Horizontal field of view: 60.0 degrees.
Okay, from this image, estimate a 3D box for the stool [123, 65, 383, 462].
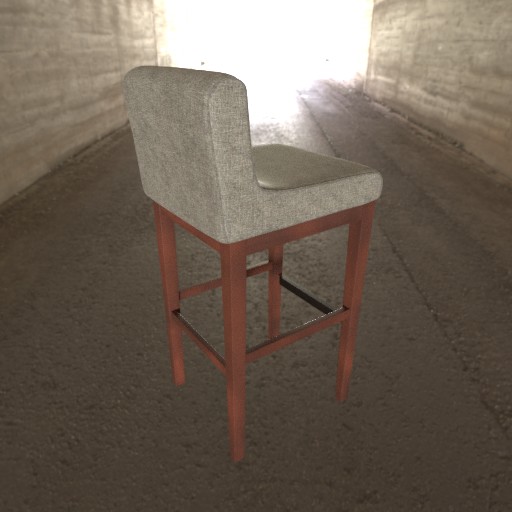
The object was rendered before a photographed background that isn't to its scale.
[{"bbox_3d":[0.000,0.000,1.219,0.499,0.965,0.426,-17,30,-31],"label":"stool"}]
